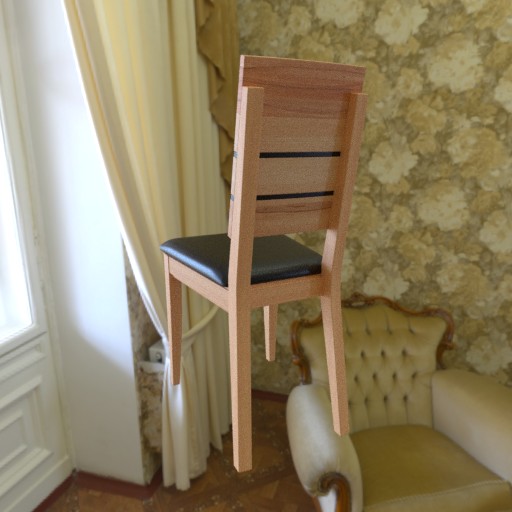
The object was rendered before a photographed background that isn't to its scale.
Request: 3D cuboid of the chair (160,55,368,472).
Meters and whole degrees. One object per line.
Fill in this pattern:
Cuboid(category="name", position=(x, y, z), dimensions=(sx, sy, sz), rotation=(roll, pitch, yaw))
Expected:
Cuboid(category="chair", position=(0.000, 0.000, 1.233), dimensions=(0.410, 0.940, 0.520), rotation=(-7, 16, -26))
